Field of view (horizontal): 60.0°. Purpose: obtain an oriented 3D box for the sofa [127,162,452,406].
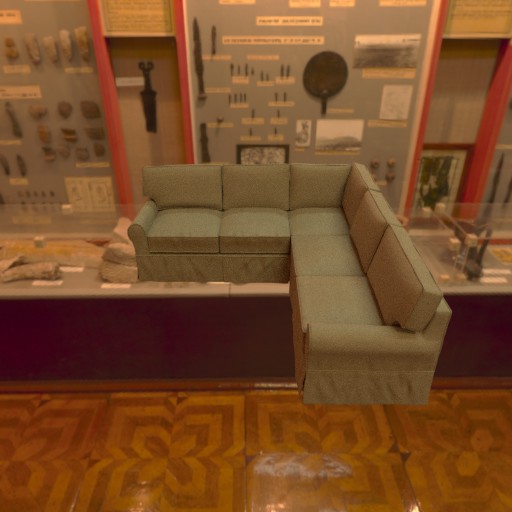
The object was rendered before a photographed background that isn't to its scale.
[{"bbox_3d":[0.000,0.000,4.164,2.618,1.081,2.623,0,30,1],"label":"sofa"}]
